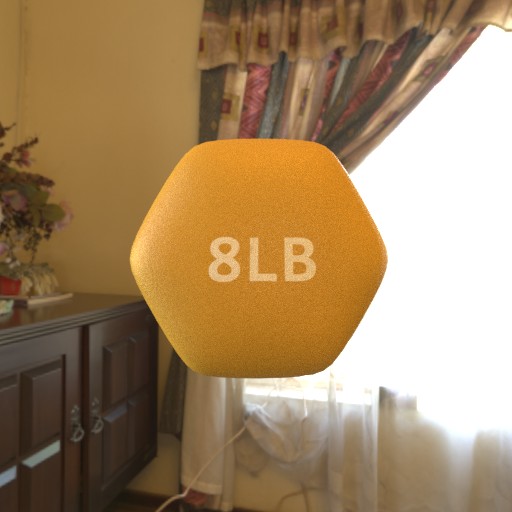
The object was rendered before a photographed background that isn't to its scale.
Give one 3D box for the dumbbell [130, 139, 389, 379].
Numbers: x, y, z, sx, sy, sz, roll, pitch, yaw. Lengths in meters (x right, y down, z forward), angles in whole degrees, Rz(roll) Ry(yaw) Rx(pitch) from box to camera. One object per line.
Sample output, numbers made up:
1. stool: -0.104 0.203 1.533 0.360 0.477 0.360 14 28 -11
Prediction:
1. dumbbell: 0.000 0.000 0.233 0.090 0.082 0.190 0 1 0
